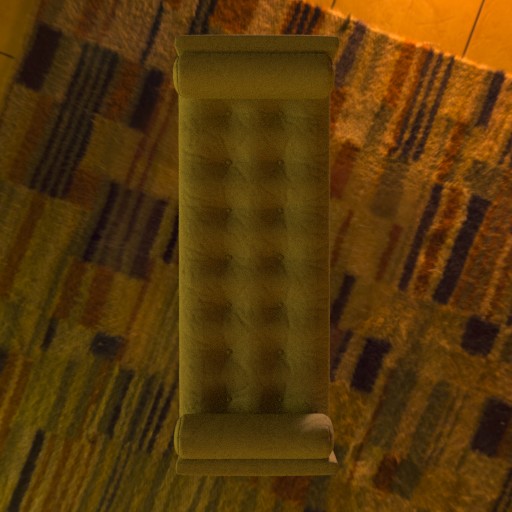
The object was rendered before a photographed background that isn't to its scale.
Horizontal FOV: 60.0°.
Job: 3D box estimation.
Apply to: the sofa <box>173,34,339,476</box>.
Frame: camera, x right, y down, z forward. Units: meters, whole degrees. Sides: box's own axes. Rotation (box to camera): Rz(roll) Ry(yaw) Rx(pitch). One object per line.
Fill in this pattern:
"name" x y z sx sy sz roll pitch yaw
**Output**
"sofa" 0.000 0.000 2.382 0.796 0.705 2.102 0 91 0
